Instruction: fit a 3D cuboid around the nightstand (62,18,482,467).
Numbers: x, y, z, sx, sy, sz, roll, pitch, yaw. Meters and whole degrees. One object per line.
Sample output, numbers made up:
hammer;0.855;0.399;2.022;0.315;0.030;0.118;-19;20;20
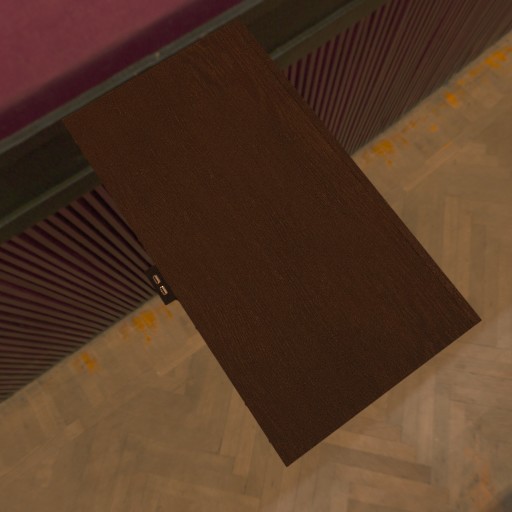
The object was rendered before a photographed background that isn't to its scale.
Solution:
nightstand;0.000;0.000;1.131;0.457;0.612;0.775;-34;78;-8
